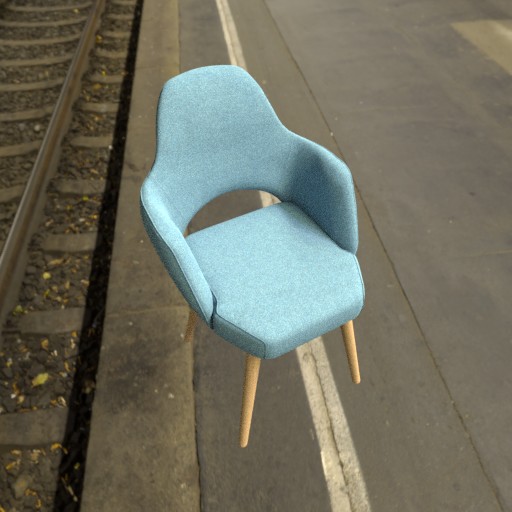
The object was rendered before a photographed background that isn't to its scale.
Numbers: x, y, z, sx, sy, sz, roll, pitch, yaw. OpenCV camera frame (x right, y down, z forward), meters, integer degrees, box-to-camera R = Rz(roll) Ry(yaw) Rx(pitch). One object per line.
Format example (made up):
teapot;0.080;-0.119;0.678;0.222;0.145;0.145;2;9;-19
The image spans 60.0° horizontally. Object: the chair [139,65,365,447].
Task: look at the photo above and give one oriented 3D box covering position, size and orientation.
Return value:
chair;0.000;0.000;1.351;0.589;0.920;0.666;-22;50;-20
